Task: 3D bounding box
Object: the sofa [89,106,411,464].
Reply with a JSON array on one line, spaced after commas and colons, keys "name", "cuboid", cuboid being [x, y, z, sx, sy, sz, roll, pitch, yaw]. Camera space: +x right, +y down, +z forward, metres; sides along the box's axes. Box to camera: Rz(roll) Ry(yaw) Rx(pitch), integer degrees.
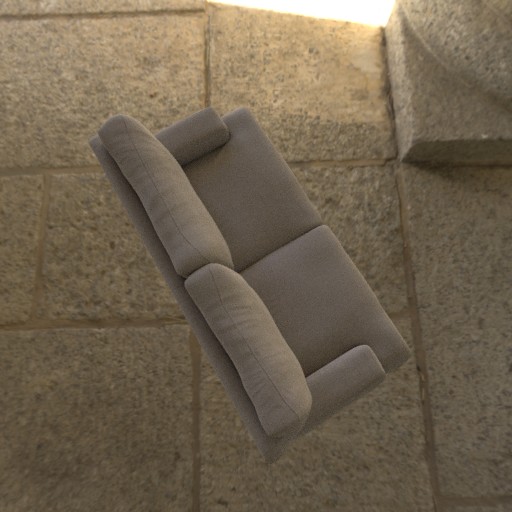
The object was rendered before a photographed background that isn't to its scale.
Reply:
[{"name": "sofa", "cuboid": [0.000, 0.000, 2.469, 0.962, 0.980, 1.855, -30, 77, -8]}]
